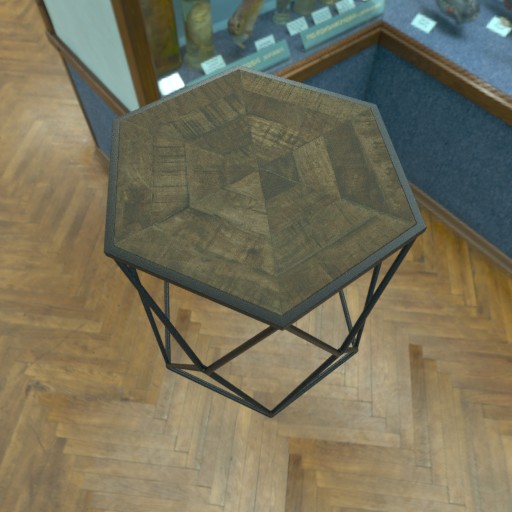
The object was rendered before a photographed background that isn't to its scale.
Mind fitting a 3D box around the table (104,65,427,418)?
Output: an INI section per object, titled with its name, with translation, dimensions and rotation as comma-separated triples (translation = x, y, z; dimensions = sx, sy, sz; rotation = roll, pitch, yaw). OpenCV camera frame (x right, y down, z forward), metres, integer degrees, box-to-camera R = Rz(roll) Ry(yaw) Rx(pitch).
[table]
translation = 0.000, 0.000, 1.005
dimensions = 0.578, 0.564, 0.579
rotation = -32, 63, -19
